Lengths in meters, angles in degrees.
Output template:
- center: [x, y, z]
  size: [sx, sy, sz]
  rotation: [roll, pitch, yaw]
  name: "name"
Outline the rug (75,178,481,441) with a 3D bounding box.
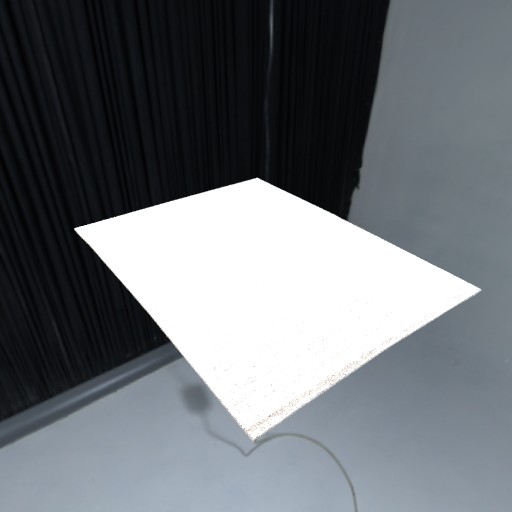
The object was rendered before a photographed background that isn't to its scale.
- center: [0.000, 0.000, 4.994]
  size: [2.873, 0.053, 3.778]
  rotation: [-21, 37, -31]
  name: "rug"
